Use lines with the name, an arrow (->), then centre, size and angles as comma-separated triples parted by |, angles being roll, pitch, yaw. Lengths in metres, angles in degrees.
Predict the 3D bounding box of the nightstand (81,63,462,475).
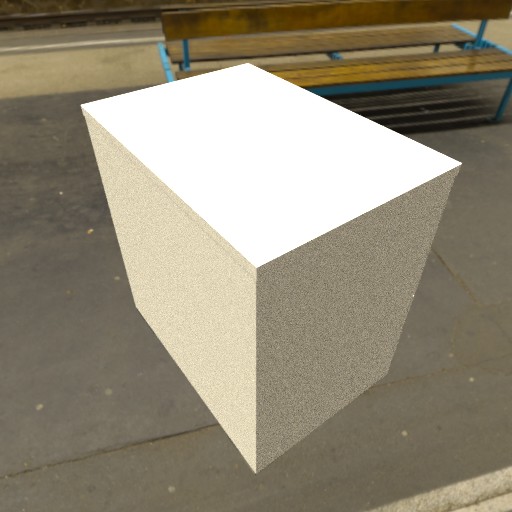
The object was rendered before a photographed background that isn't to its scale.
nightstand -> 0.000, 0.000, 0.755 | 0.325, 0.460, 0.441 | -26, 48, -26
